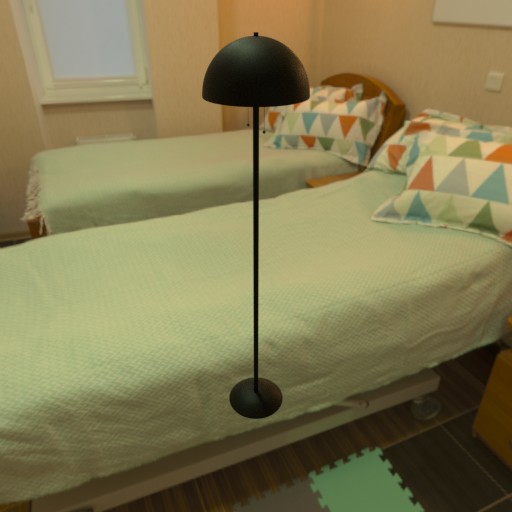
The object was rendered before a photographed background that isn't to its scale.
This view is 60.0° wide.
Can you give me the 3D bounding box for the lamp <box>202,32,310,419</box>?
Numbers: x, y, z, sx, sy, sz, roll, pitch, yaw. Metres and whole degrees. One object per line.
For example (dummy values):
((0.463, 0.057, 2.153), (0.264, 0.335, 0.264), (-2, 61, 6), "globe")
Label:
((0.000, 0.000, 1.640), (0.328, 1.480, 0.328), (21, 36, 32), "lamp")
